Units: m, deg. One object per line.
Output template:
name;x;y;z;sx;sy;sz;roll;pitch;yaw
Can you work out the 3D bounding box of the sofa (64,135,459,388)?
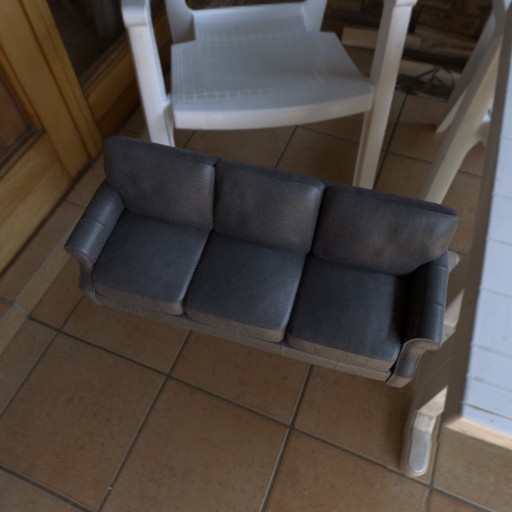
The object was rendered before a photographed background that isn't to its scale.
sofa;0.000;0.000;2.909;2.387;0.977;0.974;14;59;8
